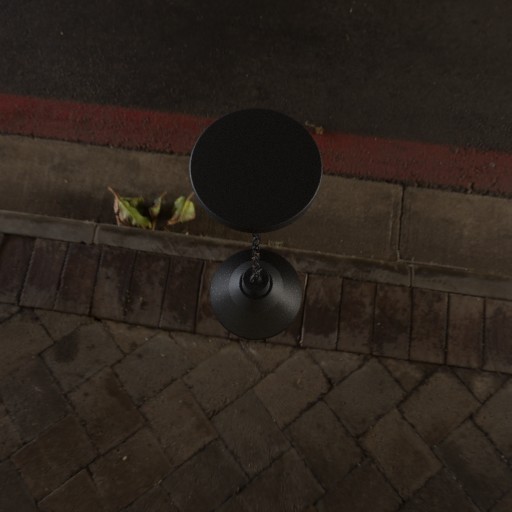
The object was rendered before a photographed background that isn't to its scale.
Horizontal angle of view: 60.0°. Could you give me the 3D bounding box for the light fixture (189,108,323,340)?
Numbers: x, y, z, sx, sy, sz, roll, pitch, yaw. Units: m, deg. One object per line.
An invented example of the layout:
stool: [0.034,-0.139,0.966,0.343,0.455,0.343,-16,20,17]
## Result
light fixture: [0.000,0.000,0.681,0.201,0.588,0.201,39,78,10]
